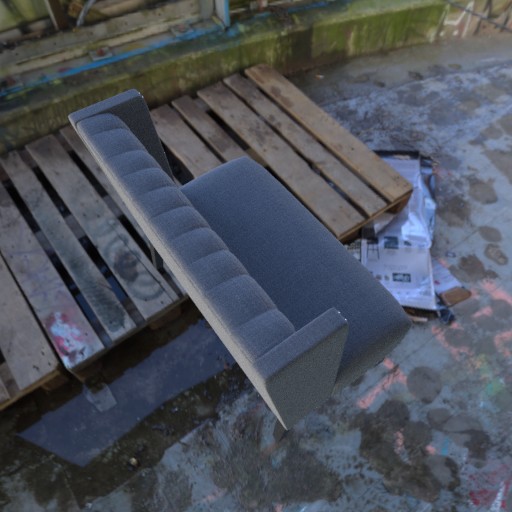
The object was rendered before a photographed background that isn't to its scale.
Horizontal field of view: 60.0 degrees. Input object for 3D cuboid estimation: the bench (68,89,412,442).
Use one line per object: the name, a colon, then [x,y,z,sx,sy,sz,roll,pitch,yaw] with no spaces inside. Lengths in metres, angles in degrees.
bench: [0.000,0.000,1.972,0.842,1.121,1.276,-31,61,-19]
